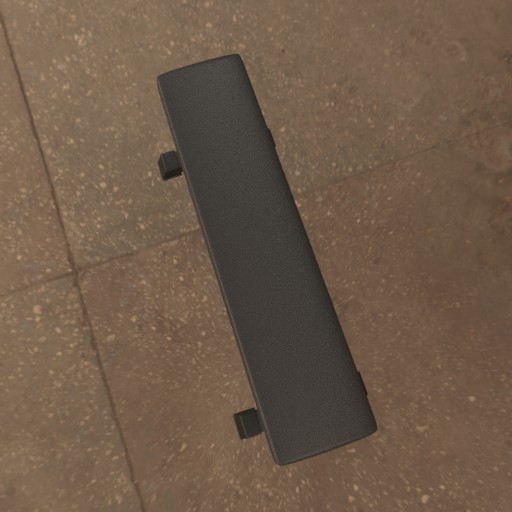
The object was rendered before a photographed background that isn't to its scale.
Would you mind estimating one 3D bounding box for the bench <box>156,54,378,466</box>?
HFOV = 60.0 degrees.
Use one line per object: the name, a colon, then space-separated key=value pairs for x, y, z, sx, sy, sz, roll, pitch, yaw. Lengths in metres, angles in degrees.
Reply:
bench: x=0.000 y=0.000 z=1.327 sx=0.439 sy=0.453 sz=1.072 roll=-18 pitch=77 yaw=-4
